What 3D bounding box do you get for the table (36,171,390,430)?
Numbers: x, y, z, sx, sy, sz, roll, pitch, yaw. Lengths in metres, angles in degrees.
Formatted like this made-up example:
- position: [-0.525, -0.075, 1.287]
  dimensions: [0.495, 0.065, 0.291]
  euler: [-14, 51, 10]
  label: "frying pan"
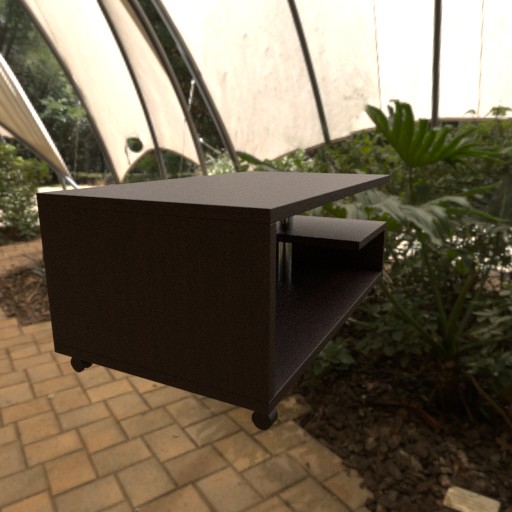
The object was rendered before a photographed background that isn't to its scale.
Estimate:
- position: [0.000, 0.000, 1.387]
  dimensions: [0.590, 0.460, 1.050]
  euler: [7, 15, 26]
  label: "table"
